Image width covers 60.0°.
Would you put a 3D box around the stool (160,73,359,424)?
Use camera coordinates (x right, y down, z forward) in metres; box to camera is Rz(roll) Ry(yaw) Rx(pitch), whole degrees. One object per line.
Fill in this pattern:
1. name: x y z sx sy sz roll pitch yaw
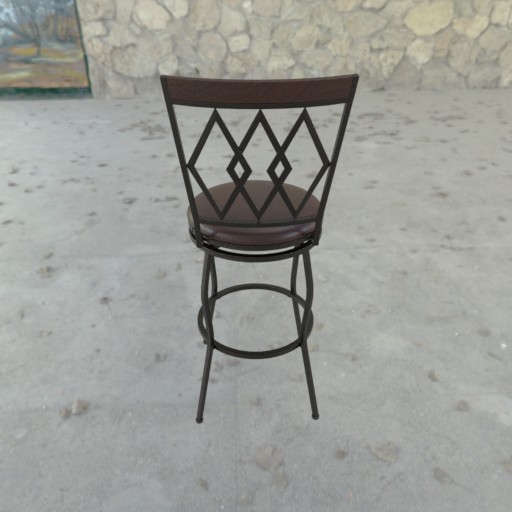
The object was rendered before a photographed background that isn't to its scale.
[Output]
1. stool: 0.000 0.000 1.400 0.432 1.134 0.521 -1 30 -2
